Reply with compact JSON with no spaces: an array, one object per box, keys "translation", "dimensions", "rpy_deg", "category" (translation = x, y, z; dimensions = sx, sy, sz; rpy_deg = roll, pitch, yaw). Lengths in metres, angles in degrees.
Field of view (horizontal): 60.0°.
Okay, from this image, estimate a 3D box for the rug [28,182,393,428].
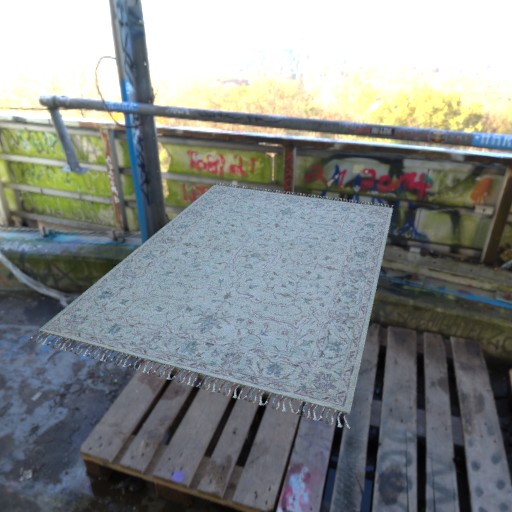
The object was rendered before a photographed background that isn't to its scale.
[{"translation":[0.000,0.000,2.252],"dimensions":[1.247,0.008,1.802],"rpy_deg":[10,31,17],"category":"rug"}]
